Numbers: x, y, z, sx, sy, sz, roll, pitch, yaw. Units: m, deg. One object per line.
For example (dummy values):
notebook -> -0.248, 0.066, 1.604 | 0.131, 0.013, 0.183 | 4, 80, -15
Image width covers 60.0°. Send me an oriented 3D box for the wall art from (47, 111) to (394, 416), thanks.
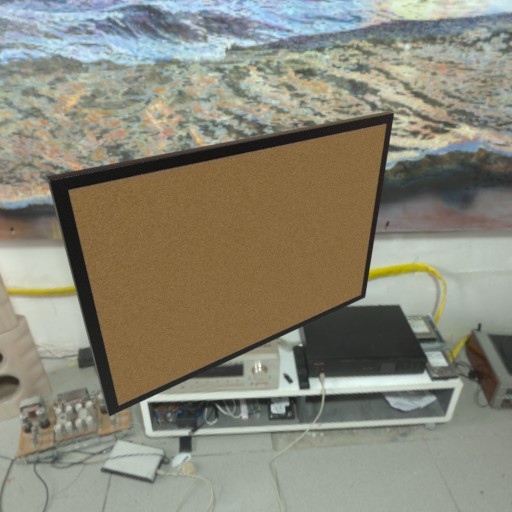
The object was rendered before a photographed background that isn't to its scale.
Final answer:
wall art -> 0.000, 0.000, 0.574 | 0.440, 0.306, 0.013 | -19, 36, -29
